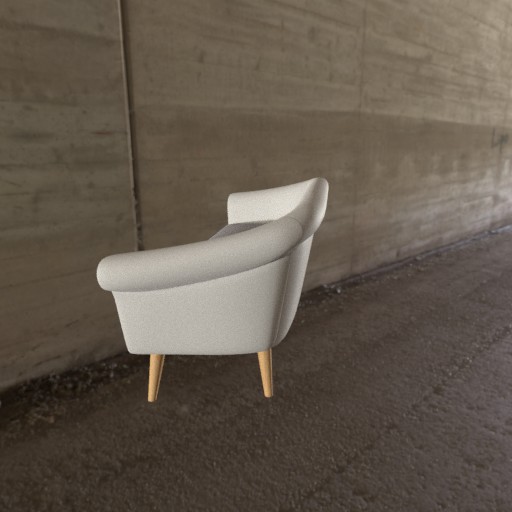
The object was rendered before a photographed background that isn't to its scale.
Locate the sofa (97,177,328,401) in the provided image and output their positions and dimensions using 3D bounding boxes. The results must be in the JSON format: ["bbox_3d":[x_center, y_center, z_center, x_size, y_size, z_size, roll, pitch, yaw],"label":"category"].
[{"bbox_3d":[0.000,0.000,2.565,0.827,0.795,2.160,2,15,9],"label":"sofa"}]
